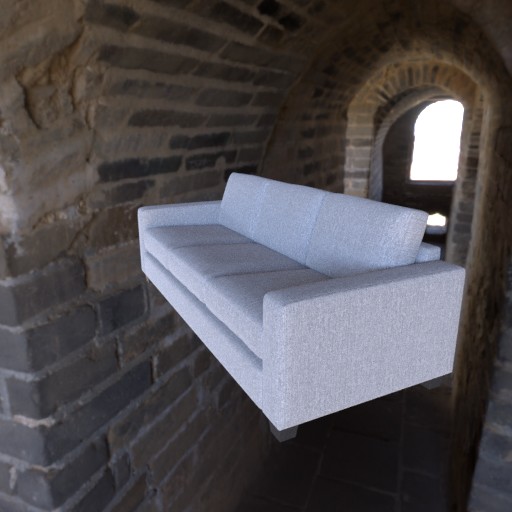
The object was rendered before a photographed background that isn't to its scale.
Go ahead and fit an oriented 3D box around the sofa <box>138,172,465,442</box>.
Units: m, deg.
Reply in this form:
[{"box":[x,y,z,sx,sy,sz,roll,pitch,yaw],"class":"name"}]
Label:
[{"box":[0.000,0.000,2.575,0.900,0.800,2.120,-8,18,-26],"class":"sofa"}]
